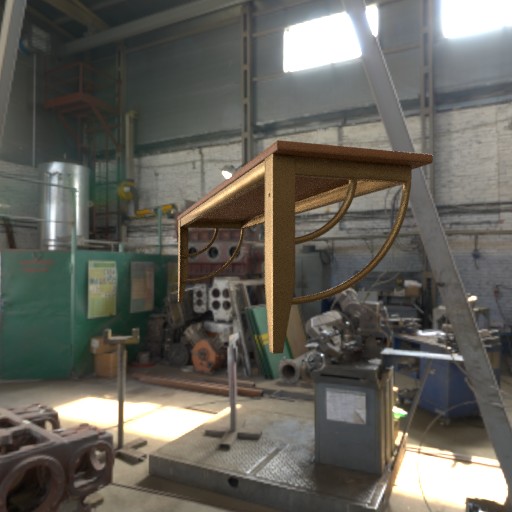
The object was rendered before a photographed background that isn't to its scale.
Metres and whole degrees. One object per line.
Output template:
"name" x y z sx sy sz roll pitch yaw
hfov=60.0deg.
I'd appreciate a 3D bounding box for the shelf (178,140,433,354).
"shelf" 0.000 0.000 0.717 0.166 0.190 0.636 0 -1 -18
